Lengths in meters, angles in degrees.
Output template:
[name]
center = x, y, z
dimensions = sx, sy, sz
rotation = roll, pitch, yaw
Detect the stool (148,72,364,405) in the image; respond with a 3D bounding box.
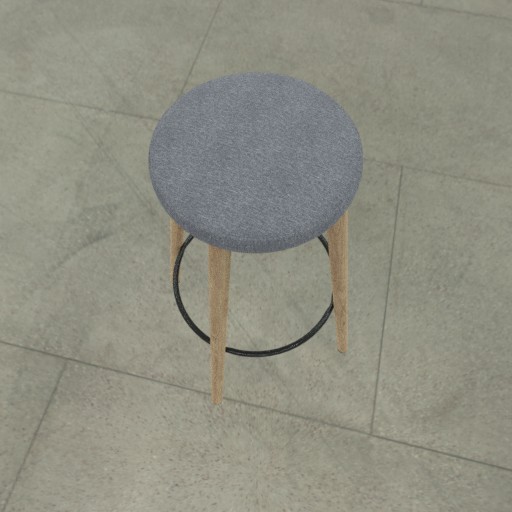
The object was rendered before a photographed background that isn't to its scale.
[stool]
center = 0.000, 0.000, 0.977
dimensions = 0.410, 0.770, 0.410
rotation = -20, 65, -9
